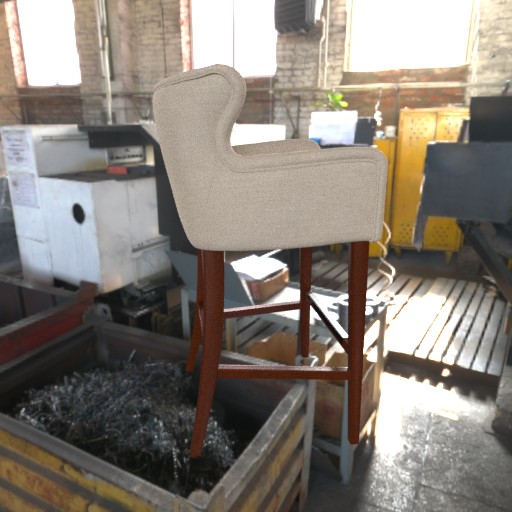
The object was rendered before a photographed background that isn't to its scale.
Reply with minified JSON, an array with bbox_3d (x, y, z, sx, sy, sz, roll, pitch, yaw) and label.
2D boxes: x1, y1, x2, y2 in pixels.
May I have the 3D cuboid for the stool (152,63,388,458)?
[{"bbox_3d":[0.000,0.000,1.364,0.563,1.034,0.556,-3,17,-10],"label":"stool"}]
